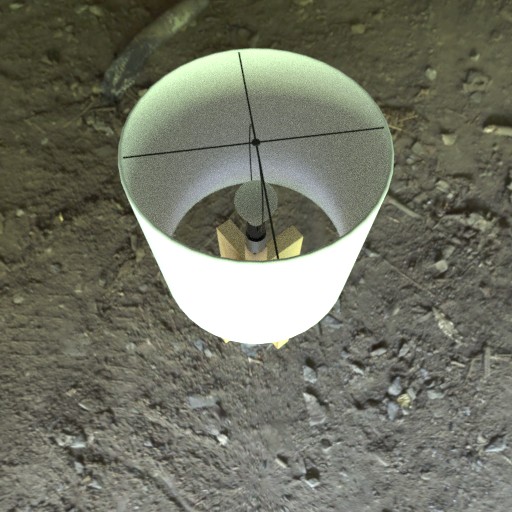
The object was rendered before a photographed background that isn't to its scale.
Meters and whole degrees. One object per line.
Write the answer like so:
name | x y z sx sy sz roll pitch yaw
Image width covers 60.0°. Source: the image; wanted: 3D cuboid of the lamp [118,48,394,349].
lamp | 0.000 0.000 0.560 0.229 0.428 0.229 -35 69 -16
